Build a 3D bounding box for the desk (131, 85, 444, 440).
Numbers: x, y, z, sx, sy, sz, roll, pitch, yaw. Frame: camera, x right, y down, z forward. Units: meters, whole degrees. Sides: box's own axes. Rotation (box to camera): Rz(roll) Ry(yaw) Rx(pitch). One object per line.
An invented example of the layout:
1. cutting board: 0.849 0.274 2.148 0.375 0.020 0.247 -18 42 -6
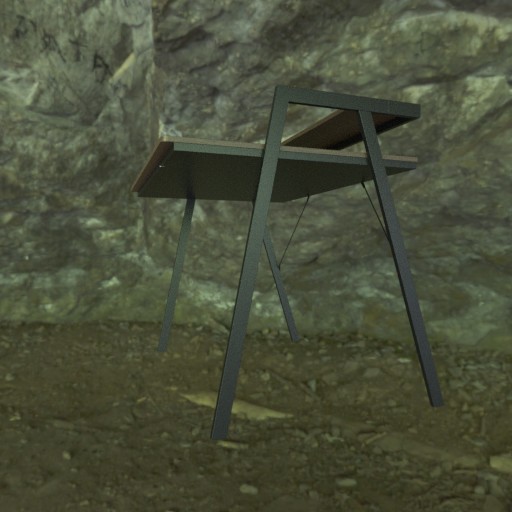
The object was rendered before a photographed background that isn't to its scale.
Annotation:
1. desk: 0.000 0.000 1.863 0.936 0.998 1.143 0 1 -20
